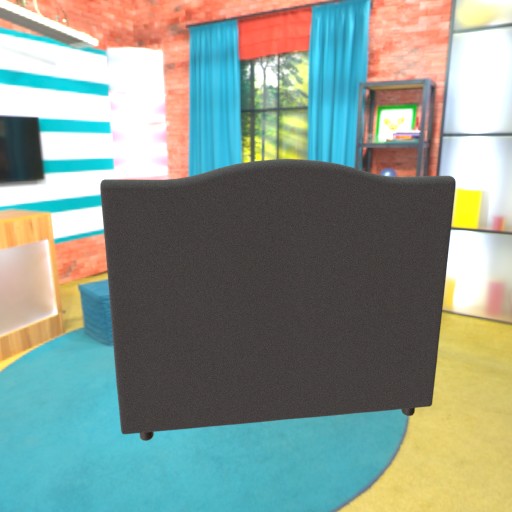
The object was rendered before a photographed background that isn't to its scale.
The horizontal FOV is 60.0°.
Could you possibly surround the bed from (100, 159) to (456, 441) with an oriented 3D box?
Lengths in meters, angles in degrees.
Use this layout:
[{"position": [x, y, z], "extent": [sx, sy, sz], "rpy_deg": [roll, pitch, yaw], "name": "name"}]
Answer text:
[{"position": [0.000, 0.000, 3.118], "extent": [1.666, 1.387, 2.036], "rpy_deg": [-2, 14, -8], "name": "bed"}]
